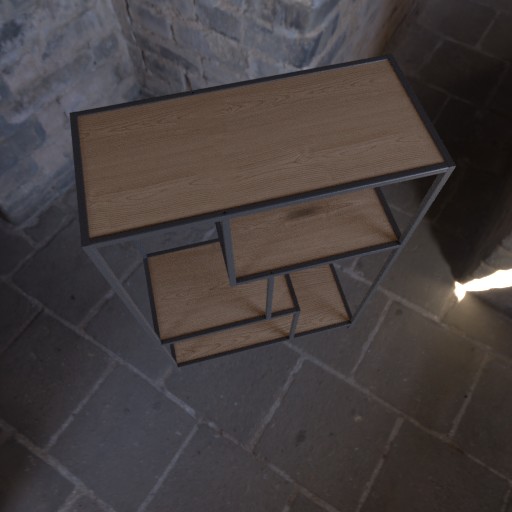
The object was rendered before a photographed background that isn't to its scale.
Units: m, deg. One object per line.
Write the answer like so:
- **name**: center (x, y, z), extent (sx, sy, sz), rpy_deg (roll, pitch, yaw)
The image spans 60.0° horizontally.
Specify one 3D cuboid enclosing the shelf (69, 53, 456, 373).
- **shelf**: center (0.000, 0.000, 1.465), extent (0.770, 1.138, 0.350), rpy_deg (-13, 64, -6)
